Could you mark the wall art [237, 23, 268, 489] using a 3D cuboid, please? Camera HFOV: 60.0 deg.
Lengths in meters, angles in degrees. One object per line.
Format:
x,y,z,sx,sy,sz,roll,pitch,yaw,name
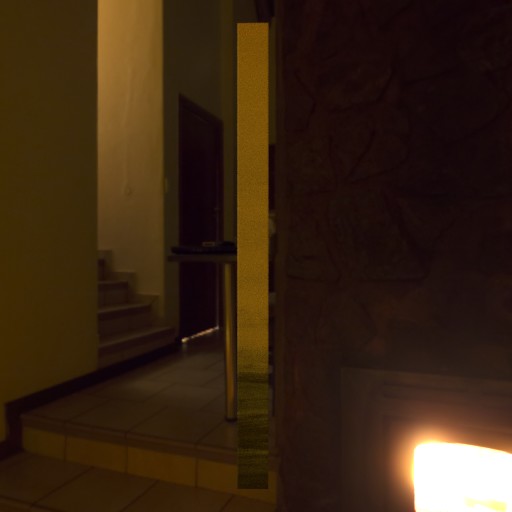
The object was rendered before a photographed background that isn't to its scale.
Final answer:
0.000,0.000,0.823,0.040,0.608,0.489,0,0,1,wall art
